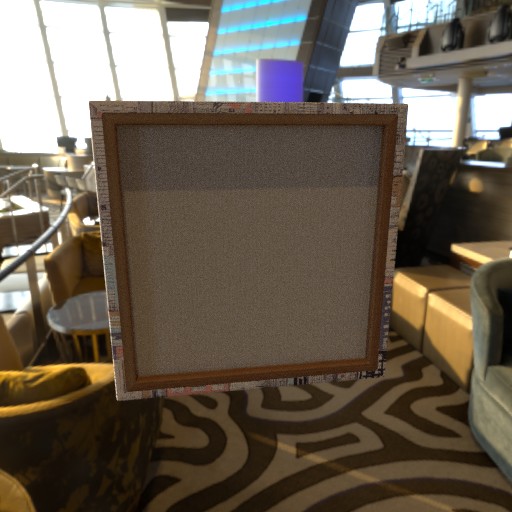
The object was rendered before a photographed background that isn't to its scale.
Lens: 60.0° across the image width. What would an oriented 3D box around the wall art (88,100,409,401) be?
[{"bbox_3d":[0.000,0.000,0.927,0.607,0.608,0.038,-2,16,-9],"label":"wall art"}]
